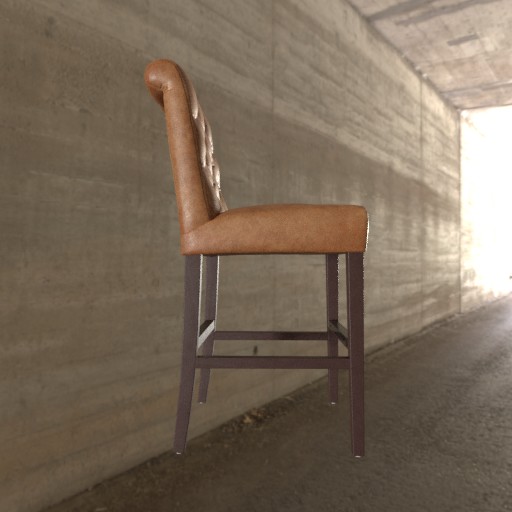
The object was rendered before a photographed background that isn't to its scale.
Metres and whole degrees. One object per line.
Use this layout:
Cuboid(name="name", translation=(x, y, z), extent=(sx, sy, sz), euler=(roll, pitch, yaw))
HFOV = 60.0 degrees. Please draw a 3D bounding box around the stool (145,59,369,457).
Cuboid(name="stool", translation=(0.000, 0.000, 1.382), extent=(0.601, 1.047, 0.493), euler=(0, -1, 1))
